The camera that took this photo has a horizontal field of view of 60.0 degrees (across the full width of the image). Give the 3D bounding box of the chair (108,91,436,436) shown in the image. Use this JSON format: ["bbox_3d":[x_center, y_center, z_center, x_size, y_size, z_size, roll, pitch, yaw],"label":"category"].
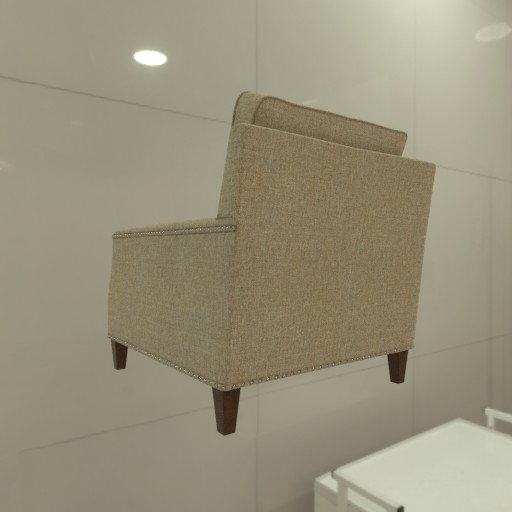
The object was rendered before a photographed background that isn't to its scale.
[{"bbox_3d":[0.000,0.000,1.723,0.853,0.943,1.014,-1,1,-37],"label":"chair"}]
